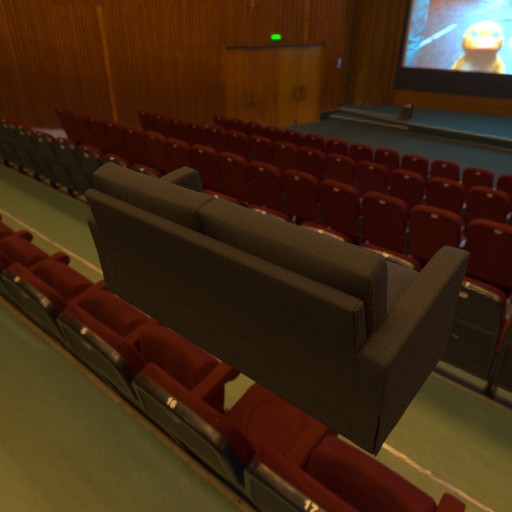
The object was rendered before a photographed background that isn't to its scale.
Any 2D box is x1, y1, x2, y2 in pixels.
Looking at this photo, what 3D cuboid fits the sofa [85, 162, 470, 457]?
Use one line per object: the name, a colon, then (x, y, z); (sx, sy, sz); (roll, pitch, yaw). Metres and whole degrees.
sofa: (0.000, 0.000, 2.307); (1.852, 0.839, 0.898); (22, 36, 34)
